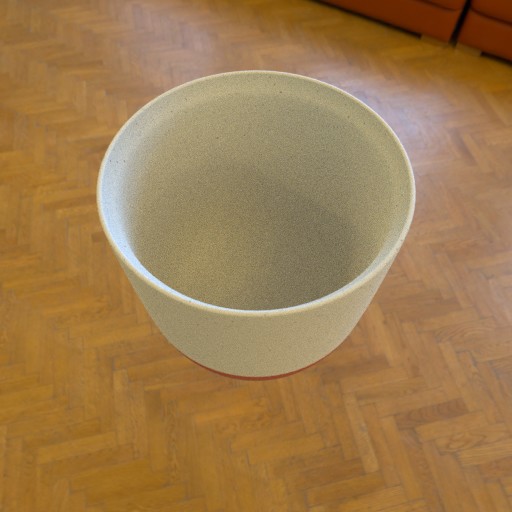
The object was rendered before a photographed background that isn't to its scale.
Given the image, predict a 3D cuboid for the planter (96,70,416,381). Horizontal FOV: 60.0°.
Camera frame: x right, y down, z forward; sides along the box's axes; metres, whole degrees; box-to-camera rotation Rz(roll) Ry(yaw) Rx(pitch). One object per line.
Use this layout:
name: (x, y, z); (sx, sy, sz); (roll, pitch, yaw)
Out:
planter: (0.000, 0.000, 0.378); (0.204, 0.214, 0.204); (0, 59, 0)
